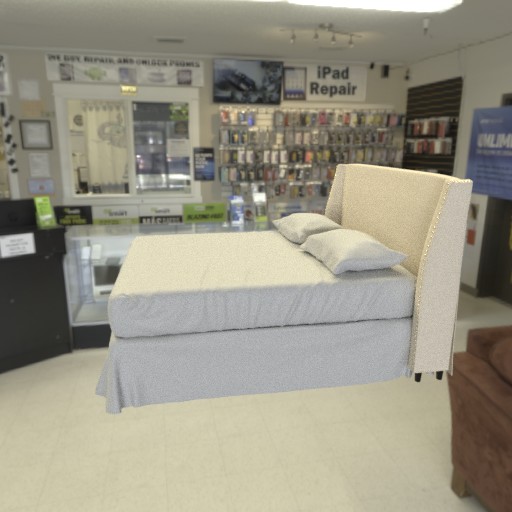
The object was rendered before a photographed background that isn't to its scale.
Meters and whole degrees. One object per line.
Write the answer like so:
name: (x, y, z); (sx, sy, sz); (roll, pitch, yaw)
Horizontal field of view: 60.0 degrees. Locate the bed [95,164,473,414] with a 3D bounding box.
bed: (0.000, 0.000, 3.458); (2.276, 1.332, 1.925); (-3, 15, -10)
